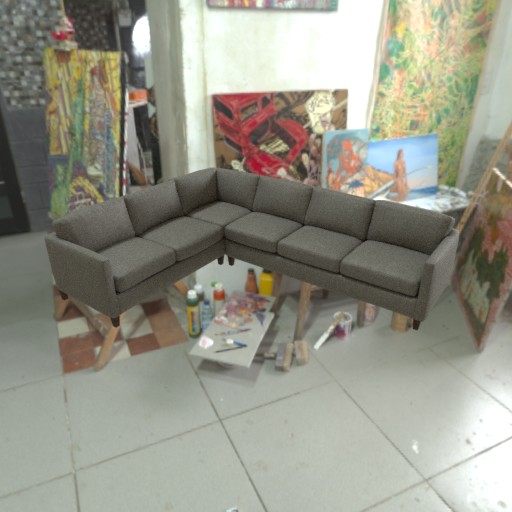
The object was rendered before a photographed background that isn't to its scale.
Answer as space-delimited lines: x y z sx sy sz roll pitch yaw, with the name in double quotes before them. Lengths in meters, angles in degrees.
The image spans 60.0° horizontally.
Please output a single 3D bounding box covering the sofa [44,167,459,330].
"sofa" 0.000 0.000 4.486 3.302 0.947 2.593 18 32 31
